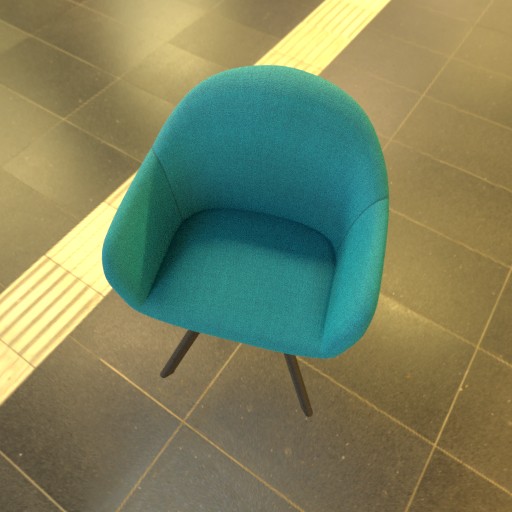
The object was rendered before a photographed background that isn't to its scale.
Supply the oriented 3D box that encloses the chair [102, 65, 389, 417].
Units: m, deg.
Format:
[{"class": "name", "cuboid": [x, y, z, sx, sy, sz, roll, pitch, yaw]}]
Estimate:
[{"class": "chair", "cuboid": [0.000, 0.000, 1.179, 0.590, 0.795, 0.550, 13, 59, 8]}]
